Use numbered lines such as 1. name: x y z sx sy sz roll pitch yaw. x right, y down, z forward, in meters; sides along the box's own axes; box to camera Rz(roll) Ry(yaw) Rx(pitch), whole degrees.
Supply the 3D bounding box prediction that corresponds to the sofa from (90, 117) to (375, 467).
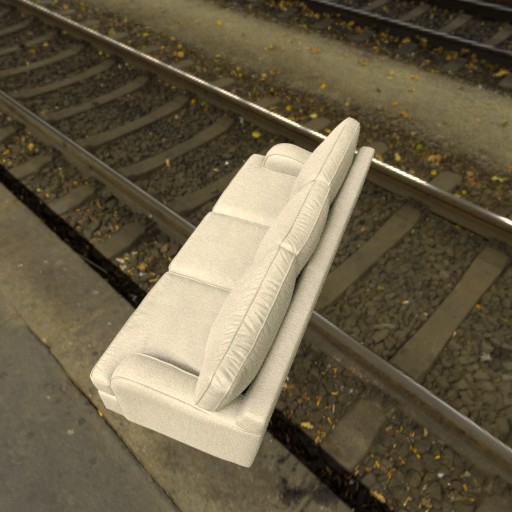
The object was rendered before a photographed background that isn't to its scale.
1. sofa: 0.000 0.000 2.931 1.016 0.991 2.323 16 48 15
